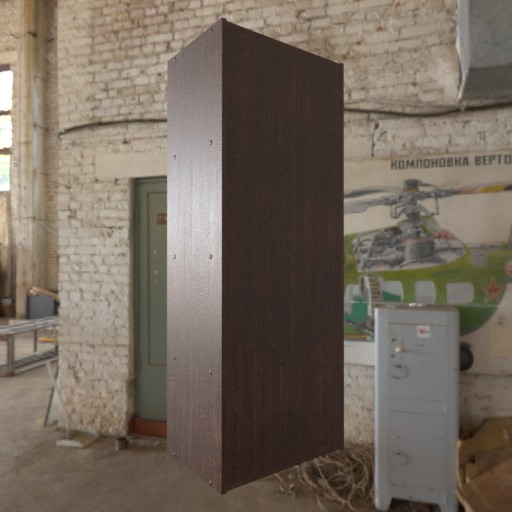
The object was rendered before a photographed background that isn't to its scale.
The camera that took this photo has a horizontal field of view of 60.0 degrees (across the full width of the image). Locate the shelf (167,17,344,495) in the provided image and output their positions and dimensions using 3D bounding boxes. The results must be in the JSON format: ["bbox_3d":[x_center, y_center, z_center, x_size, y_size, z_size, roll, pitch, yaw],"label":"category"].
[{"bbox_3d":[0.000,0.000,1.258,0.415,1.099,0.290,0,0,-37],"label":"shelf"}]
